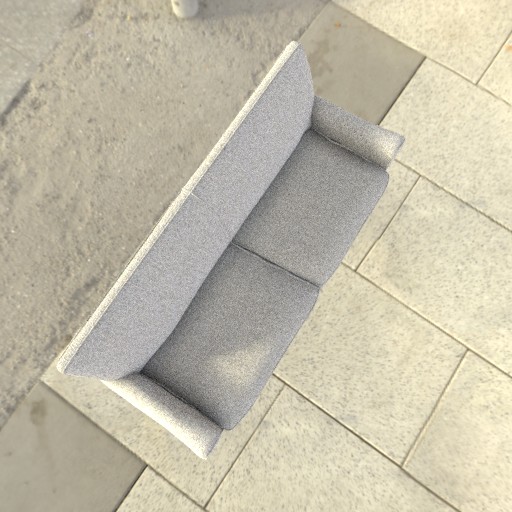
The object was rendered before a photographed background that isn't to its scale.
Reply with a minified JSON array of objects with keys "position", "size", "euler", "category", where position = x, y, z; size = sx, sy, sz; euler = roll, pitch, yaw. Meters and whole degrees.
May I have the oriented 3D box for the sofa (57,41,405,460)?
[{"position":[0.000,0.000,2.515],"size":[0.854,0.942,2.026],"euler":[32,79,7],"category":"sofa"}]
